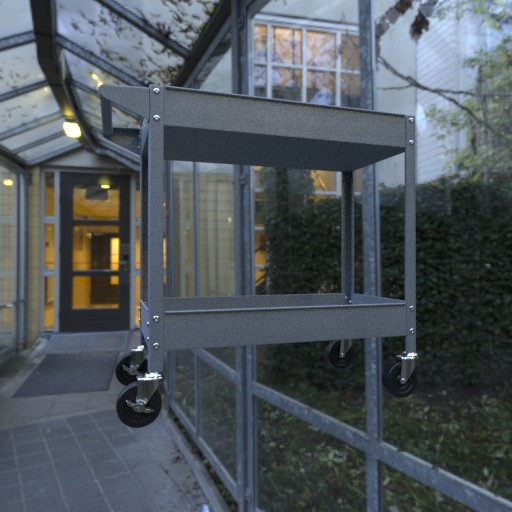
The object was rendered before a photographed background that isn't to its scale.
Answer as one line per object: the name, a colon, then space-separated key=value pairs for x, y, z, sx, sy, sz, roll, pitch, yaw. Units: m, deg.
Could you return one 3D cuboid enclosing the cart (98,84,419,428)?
cart: x=0.000 y=0.000 z=1.171 sx=0.779 sy=0.719 sz=0.366 roll=0 pitch=0 yaw=-18
